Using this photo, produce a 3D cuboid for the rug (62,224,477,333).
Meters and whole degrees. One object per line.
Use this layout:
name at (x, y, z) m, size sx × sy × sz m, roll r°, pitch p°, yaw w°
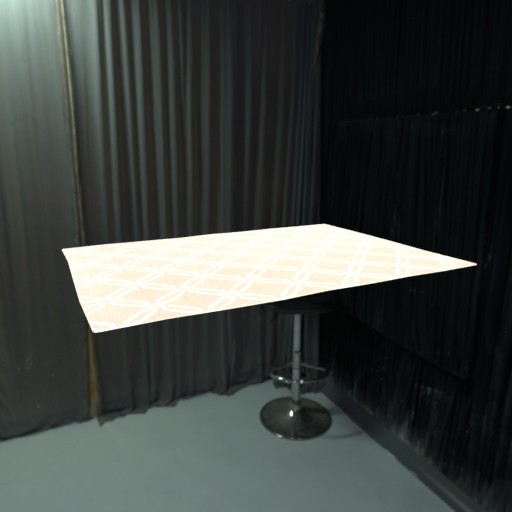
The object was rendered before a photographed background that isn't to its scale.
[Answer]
rug at (0.000, 0.000, 2.754) m, size 2.135 × 0.013 × 1.524 m, roll -7°, pitch 16°, yaw -26°
